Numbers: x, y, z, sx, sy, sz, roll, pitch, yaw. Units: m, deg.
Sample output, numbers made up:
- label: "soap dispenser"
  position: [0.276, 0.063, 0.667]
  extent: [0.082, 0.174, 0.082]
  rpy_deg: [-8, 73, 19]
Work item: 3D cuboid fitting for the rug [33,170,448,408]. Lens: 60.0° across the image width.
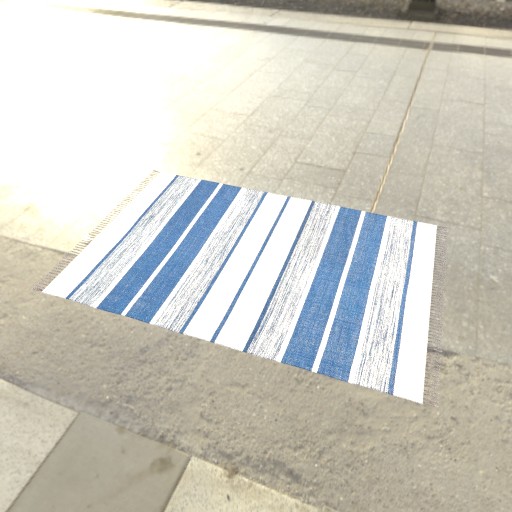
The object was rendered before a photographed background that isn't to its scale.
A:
- label: "rug"
  position: [0.000, 0.000, 3.009]
  extent: [2.441, 0.010, 1.532]
  rpy_deg: [13, 43, 14]
